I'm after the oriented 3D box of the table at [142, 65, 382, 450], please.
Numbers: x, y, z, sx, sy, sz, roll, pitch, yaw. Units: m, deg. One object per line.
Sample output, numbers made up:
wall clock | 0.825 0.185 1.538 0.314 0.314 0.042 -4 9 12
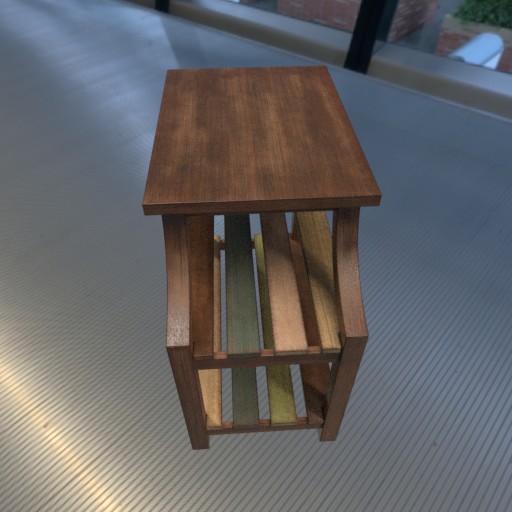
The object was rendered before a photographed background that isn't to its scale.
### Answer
table | 0.000 0.000 0.982 0.356 0.584 0.609 -3 45 -3
